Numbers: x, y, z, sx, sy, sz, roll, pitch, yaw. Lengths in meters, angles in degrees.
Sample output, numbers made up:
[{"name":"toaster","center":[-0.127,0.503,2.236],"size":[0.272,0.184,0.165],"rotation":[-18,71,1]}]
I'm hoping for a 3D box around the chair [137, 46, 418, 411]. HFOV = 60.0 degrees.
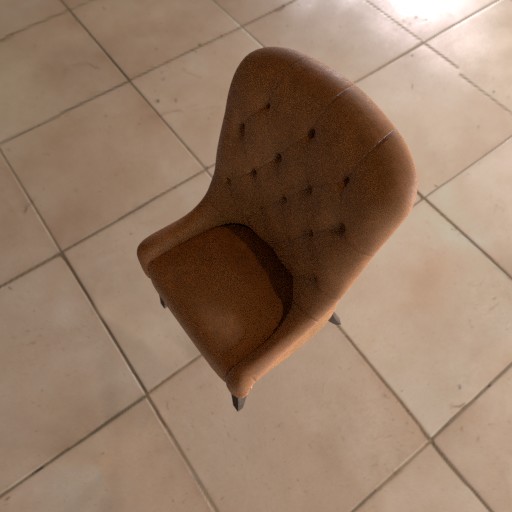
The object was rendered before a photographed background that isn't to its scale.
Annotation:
[{"name":"chair","center":[0.000,0.000,1.455],"size":[0.629,1.091,0.634],"rotation":[-34,68,-16]}]
